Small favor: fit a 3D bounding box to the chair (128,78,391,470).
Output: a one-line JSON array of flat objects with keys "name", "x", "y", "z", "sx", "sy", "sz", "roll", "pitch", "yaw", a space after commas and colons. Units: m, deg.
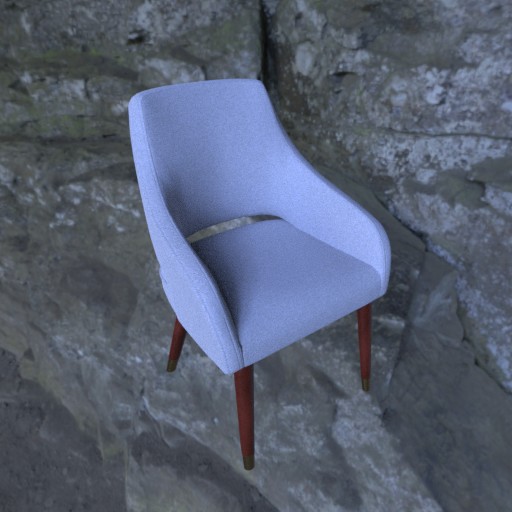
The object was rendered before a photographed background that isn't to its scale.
[{"name": "chair", "x": 0.000, "y": 0.000, "z": 1.299, "sx": 0.609, "sy": 0.889, "sz": 0.600, "roll": -20, "pitch": 36, "yaw": -31}]
